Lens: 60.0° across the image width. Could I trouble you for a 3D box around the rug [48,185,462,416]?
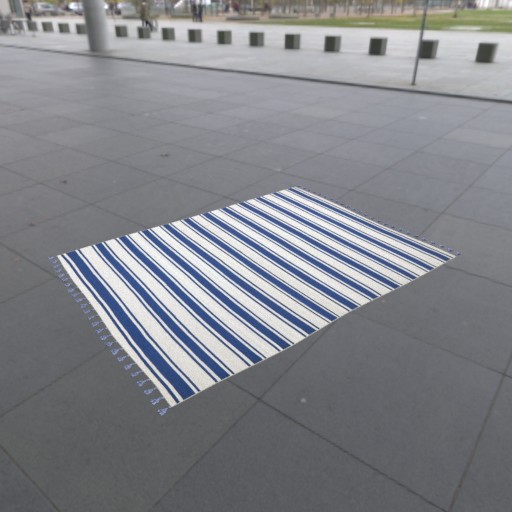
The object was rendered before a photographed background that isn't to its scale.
[{"bbox_3d":[0.000,0.000,4.469,3.416,0.016,2.471,-21,36,-32],"label":"rug"}]
